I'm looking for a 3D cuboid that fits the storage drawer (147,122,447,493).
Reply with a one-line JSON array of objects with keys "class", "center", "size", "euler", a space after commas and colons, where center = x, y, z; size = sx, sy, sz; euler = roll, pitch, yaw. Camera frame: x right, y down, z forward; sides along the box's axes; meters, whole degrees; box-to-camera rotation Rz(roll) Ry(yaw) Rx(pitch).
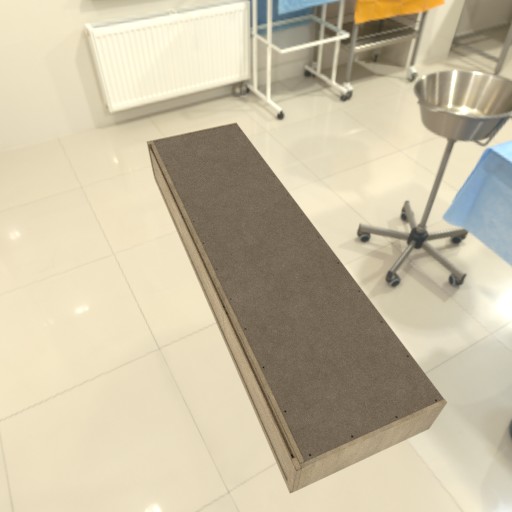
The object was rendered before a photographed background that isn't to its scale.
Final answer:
[{"class": "storage drawer", "center": [0.000, 0.000, 2.237], "size": [0.591, 0.274, 2.072], "euler": [-17, 49, -15]}]
